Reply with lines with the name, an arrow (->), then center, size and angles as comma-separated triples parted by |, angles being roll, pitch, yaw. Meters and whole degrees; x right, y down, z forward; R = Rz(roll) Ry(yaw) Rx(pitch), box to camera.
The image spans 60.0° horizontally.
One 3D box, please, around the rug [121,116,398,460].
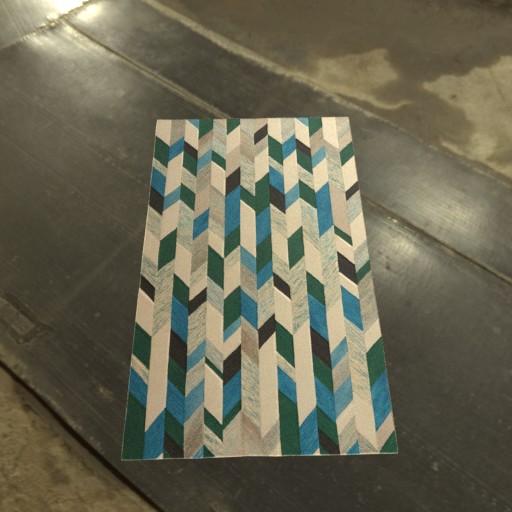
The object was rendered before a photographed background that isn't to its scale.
rug -> 0.000, 0.000, 2.932 | 1.507, 0.007, 2.433 | -1, 63, 0
